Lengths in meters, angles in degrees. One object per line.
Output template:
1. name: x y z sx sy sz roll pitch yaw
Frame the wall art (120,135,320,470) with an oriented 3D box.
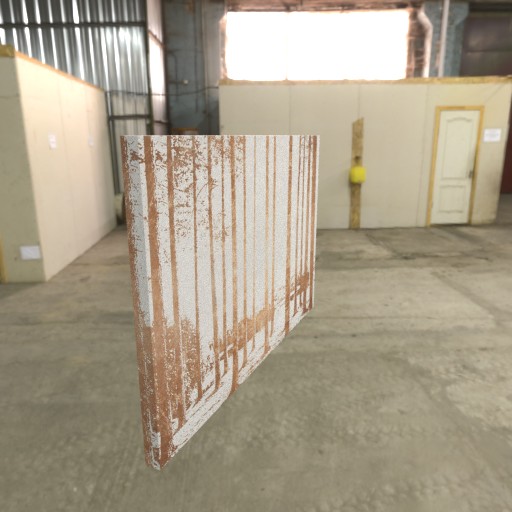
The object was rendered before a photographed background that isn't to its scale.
1. wall art: 0.000 0.000 1.160 0.035 0.609 0.914 7 17 24
